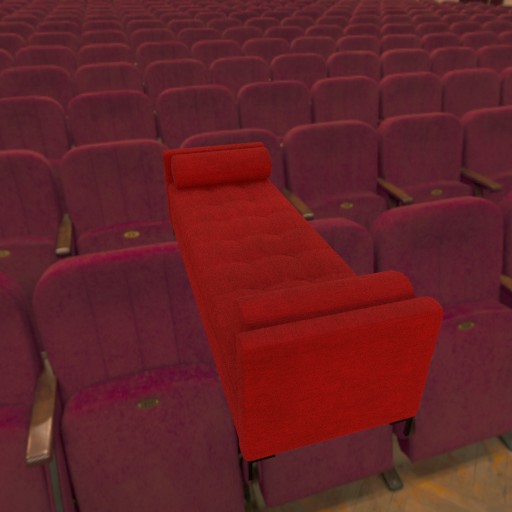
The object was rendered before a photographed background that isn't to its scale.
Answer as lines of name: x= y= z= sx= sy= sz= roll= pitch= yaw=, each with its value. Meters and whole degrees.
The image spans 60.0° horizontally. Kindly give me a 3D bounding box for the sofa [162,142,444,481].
sofa: x=0.000 y=0.000 z=2.305 sx=0.686 sy=0.635 sz=1.981 roll=-9 pitch=32 yaw=-14
